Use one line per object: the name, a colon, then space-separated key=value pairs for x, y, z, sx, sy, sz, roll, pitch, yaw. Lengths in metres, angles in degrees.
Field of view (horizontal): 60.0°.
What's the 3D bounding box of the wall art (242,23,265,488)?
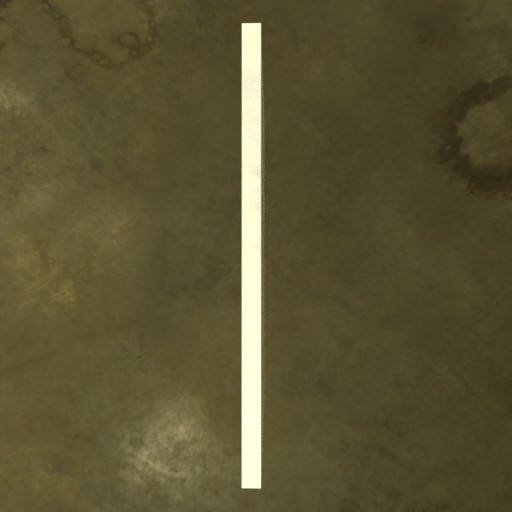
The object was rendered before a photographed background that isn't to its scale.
wall art: x=0.000 y=0.000 z=1.177 sx=0.038 sy=0.610 sz=0.915 roll=0 pitch=90 yaw=2
